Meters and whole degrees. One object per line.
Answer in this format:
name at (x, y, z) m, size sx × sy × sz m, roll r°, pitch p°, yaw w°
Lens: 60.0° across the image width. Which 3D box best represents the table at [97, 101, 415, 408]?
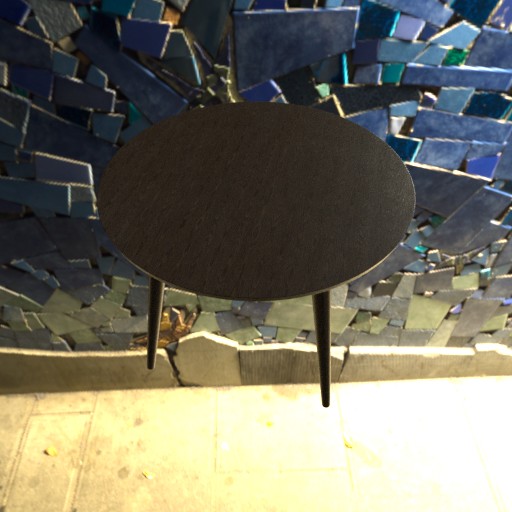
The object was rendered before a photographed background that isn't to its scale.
table at (0.000, 0.000, 1.791) m, size 1.053 × 0.786 × 1.053 m, roll 0°, pitch 46°, yaw 0°
